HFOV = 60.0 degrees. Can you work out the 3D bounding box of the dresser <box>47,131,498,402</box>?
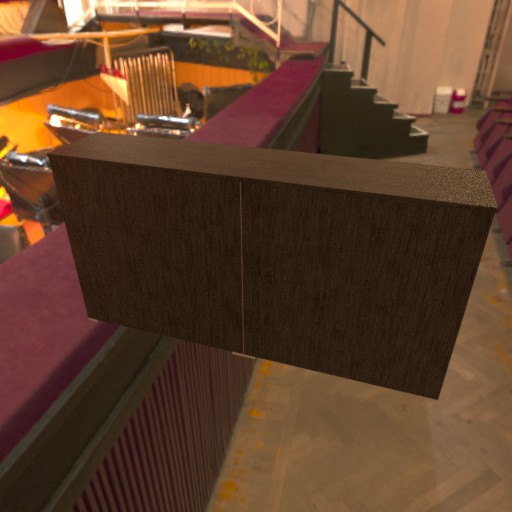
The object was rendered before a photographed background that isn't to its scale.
[{"bbox_3d":[0.000,0.000,1.784,1.535,0.790,0.333,10,32,16],"label":"dresser"}]
